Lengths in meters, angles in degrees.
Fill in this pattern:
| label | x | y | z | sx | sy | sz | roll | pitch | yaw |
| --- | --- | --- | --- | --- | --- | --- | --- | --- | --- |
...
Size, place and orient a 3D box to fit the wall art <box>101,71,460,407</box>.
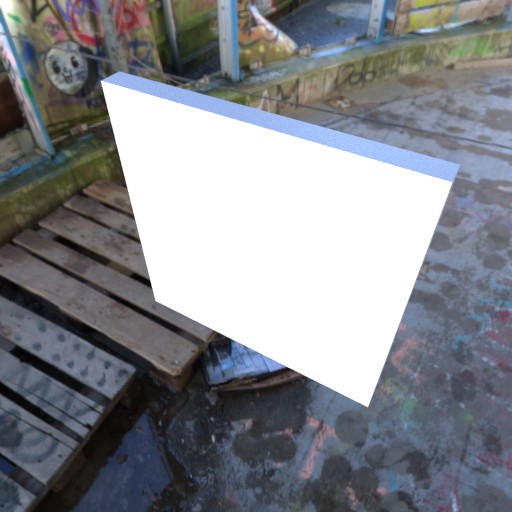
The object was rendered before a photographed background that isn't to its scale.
| label | x | y | z | sx | sy | sz | roll | pitch | yaw |
| --- | --- | --- | --- | --- | --- | --- | --- | --- | --- |
| wall art | 0.000 | 0.000 | 0.527 | 0.355 | 0.355 | 0.027 | 22 | 49 | 21 |
